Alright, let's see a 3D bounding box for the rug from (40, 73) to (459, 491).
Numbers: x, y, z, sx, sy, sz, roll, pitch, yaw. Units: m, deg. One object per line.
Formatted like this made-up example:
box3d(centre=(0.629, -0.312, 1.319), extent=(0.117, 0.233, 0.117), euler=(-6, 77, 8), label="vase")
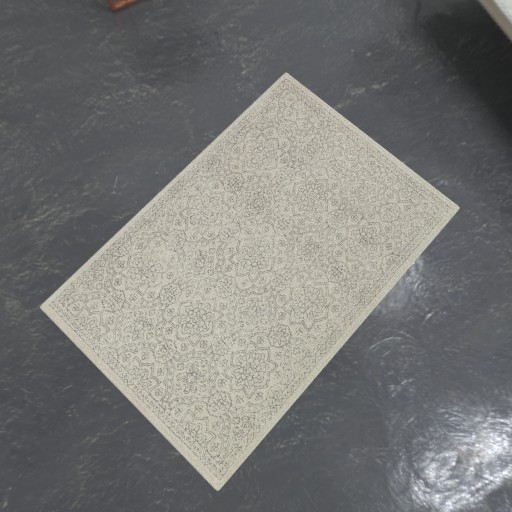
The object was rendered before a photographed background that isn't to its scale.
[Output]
box3d(centre=(0.000, 0.000, 2.813), extent=(1.524, 0.011, 2.286), euler=(42, 79, 10), label="rug")
